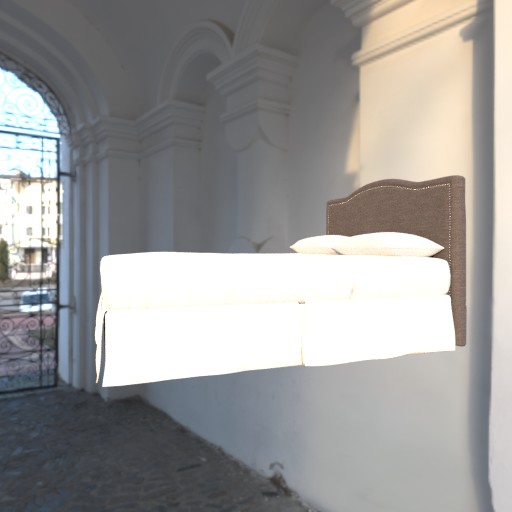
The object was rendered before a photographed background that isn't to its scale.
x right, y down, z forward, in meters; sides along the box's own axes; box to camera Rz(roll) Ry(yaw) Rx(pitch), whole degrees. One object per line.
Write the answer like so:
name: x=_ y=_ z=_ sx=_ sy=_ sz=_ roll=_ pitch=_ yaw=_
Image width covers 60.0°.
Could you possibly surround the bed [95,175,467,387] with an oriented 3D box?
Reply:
bed: x=0.000 y=0.000 z=3.919 sx=2.689 sy=1.457 sz=2.161 roll=0 pitch=1 yaw=-19
